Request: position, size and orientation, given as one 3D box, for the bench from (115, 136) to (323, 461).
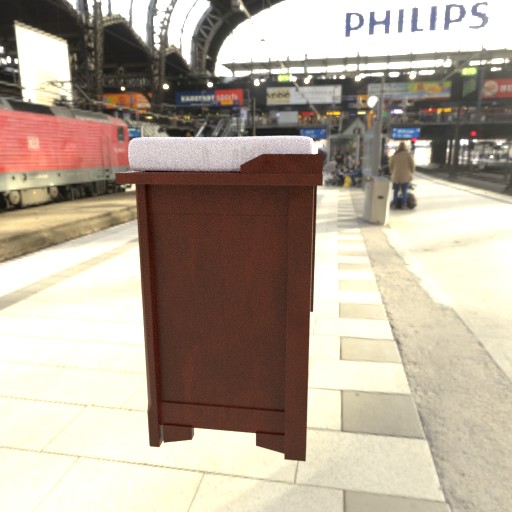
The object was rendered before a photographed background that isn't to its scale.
[{"bbox_3d":[0.000,0.000,1.305,0.369,0.646,0.987,2,13,8],"label":"bench"}]
